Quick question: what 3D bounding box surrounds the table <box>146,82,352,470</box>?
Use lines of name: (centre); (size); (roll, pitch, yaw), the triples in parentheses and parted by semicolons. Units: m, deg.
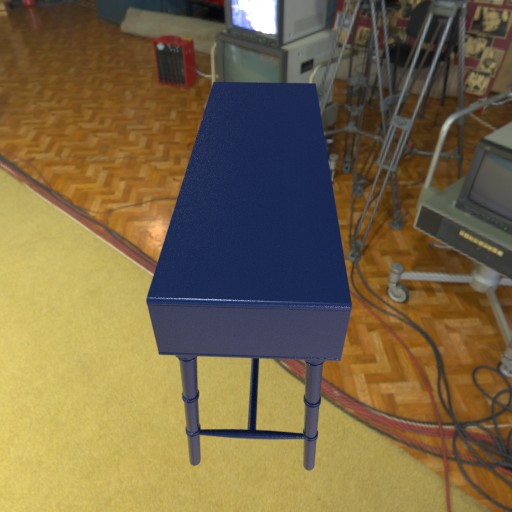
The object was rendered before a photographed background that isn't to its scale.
table: (0.000, 0.000, 1.480); (0.399, 0.749, 1.118); (2, 41, 2)
